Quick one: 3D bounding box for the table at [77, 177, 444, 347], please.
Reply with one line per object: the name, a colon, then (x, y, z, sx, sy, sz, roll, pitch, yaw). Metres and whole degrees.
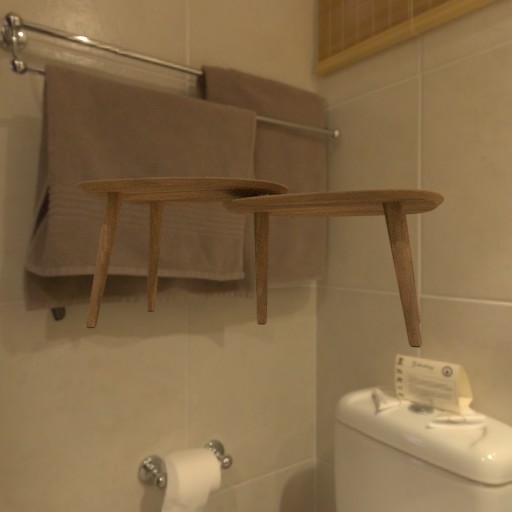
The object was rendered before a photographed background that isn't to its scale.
table: (0.000, 0.000, 1.384, 1.084, 0.429, 0.527, 0, 0, 17)
